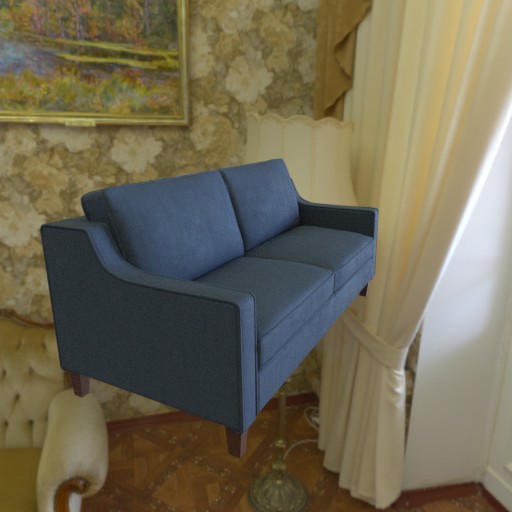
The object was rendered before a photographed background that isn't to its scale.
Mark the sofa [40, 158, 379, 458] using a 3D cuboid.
[{"bbox_3d":[0.000,0.000,2.776,1.066,1.071,2.178,8,18,27],"label":"sofa"}]
